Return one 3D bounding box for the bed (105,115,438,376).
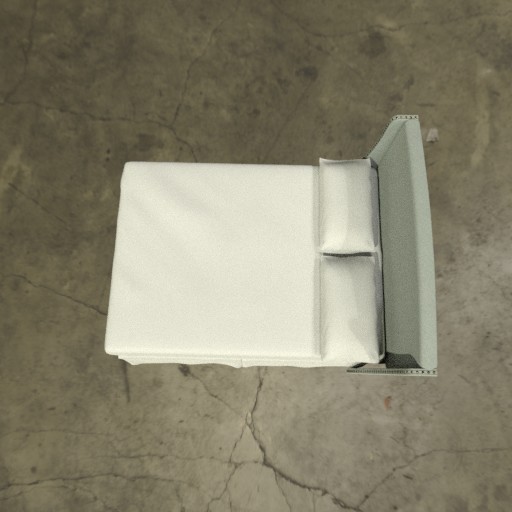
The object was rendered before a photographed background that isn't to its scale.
[{"bbox_3d":[0.000,0.000,3.396,2.237,1.407,1.710,1,76,0],"label":"bed"}]
